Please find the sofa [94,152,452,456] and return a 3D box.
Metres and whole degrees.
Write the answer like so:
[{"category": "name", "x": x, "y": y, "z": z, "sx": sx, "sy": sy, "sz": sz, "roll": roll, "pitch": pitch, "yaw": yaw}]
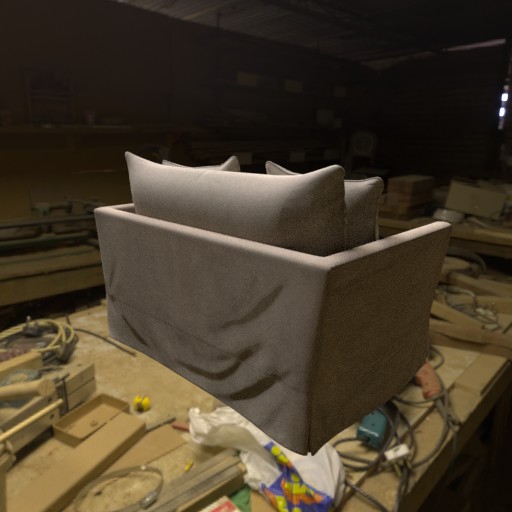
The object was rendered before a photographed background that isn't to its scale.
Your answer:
[{"category": "sofa", "x": 0.000, "y": 0.000, "z": 2.310, "sx": 1.608, "sy": 1.040, "sz": 1.035, "roll": 15, "pitch": 21, "yaw": 43}]
